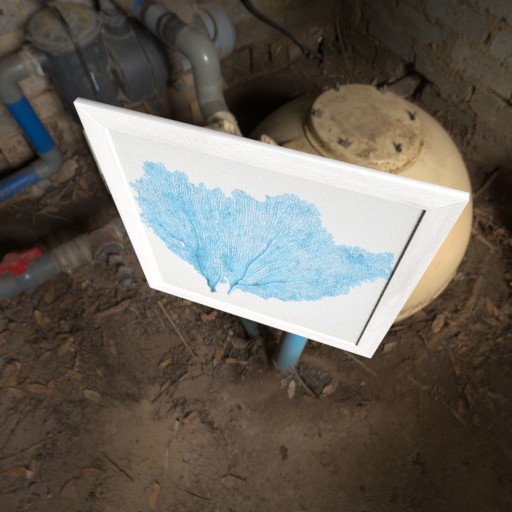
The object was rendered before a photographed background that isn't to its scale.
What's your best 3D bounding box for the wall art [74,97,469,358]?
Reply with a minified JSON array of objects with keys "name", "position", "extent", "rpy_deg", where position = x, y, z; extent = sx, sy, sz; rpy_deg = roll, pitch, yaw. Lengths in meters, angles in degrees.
[{"name":"wall art","position":[0.000,0.000,0.869],"extent":[0.584,0.584,0.013],"rpy_deg":[16,59,10]}]
